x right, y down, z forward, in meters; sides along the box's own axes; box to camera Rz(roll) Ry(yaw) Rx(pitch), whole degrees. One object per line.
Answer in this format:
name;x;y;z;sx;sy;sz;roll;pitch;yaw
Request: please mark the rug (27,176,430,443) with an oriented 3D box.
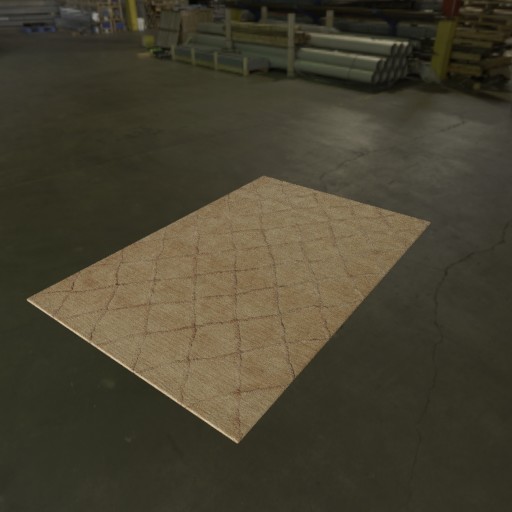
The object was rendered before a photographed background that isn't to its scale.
rug;0.000;0.000;2.900;1.528;0.014;2.292;22;38;30
